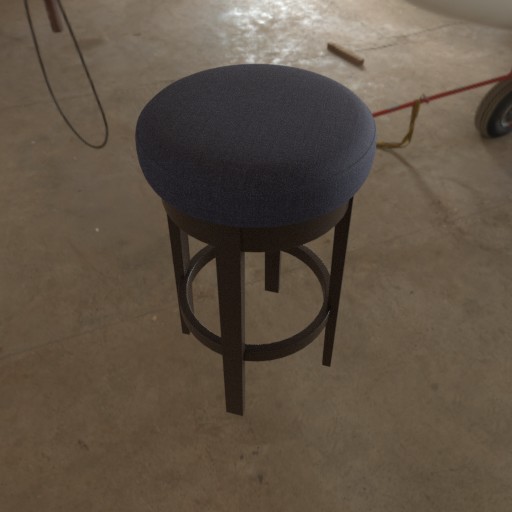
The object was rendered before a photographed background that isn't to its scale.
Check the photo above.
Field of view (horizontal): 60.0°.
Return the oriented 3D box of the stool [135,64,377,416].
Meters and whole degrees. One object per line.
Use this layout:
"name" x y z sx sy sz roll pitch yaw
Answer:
"stool" 0.000 0.000 1.037 0.446 0.758 0.446 0 46 0
